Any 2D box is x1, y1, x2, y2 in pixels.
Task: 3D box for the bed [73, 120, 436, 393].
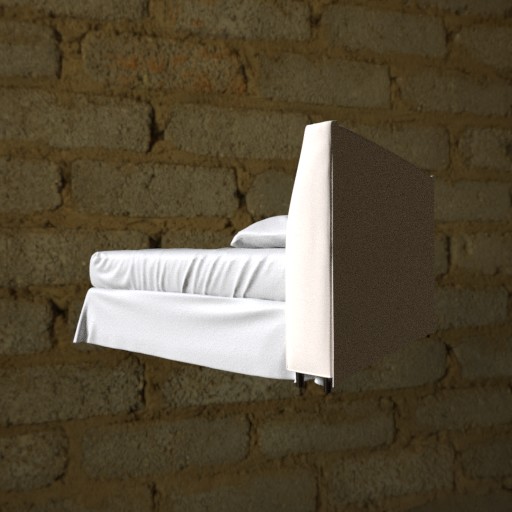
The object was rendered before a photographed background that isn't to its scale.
[{"bbox_3d":[0.000,0.000,3.516,2.276,1.332,1.925,0,0,36],"label":"bed"}]
